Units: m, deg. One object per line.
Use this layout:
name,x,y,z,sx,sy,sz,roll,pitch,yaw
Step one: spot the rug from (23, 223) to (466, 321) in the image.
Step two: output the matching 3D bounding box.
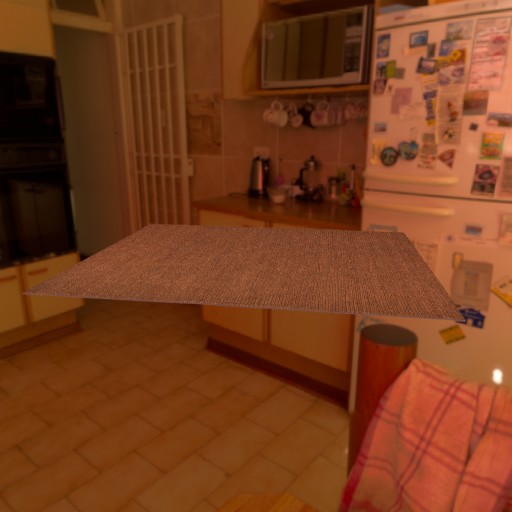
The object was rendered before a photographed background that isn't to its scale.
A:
rug,0.000,0.000,4.164,3.068,0.021,2.456,3,16,9
